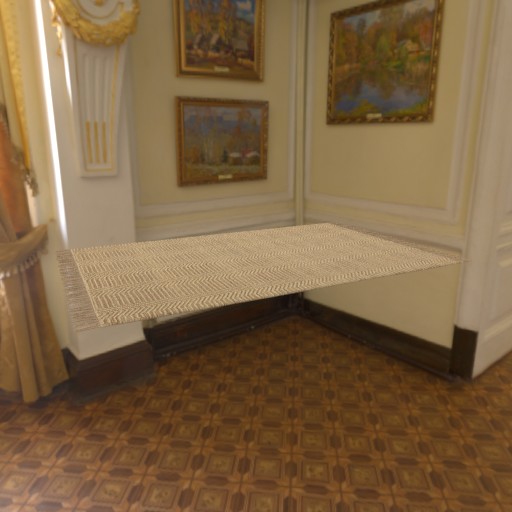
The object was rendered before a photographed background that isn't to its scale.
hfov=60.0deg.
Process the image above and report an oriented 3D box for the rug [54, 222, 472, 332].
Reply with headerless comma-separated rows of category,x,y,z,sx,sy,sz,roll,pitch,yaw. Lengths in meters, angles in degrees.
rug,0.000,0.000,3.093,2.523,0.034,1.528,-7,17,-26
